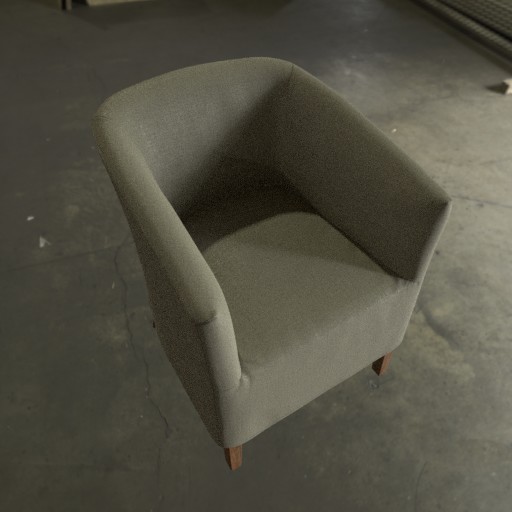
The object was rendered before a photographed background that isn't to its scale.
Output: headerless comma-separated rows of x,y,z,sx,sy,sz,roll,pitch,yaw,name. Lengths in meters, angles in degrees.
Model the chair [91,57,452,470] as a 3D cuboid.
0.000,0.000,1.177,0.600,0.771,0.668,-24,51,-22,chair
